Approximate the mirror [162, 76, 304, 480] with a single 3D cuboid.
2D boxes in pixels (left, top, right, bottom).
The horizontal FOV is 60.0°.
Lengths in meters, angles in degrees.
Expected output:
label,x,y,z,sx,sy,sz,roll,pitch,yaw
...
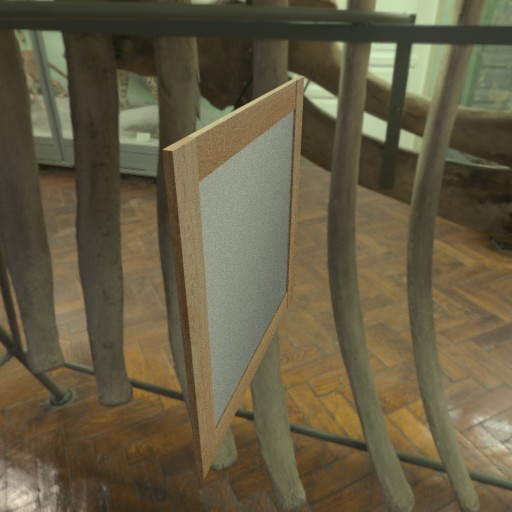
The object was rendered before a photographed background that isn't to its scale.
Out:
label,x,y,z,sx,sy,sz,roll,pitch,yaw
mirror,0.000,0.000,1.191,0.020,0.800,0.800,10,31,17
